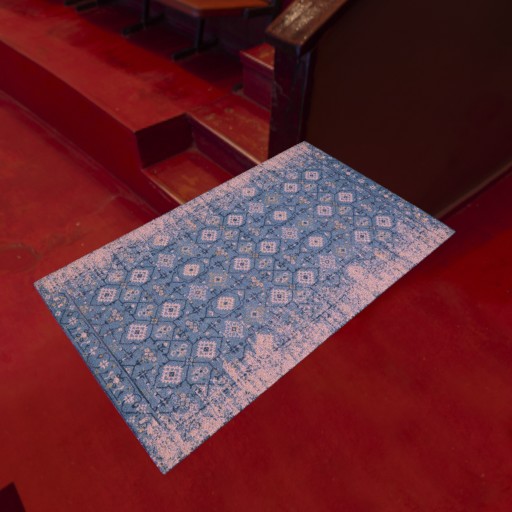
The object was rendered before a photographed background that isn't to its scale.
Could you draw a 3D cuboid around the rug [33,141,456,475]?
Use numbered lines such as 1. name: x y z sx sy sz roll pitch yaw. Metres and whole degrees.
1. rug: 0.000 0.000 2.166 1.795 0.008 1.102 -33 55 -26
